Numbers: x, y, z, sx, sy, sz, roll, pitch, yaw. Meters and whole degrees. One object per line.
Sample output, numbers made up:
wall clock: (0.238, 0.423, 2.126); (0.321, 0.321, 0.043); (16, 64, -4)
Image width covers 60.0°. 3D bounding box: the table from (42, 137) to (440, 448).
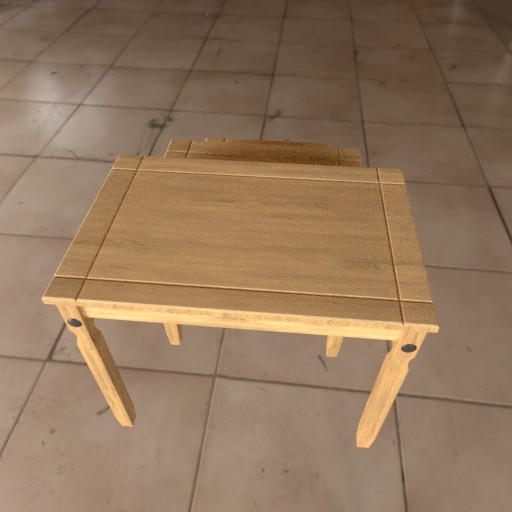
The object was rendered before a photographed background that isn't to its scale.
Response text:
table: (0.000, 0.000, 1.187); (0.660, 0.535, 0.773); (4, 46, 4)
